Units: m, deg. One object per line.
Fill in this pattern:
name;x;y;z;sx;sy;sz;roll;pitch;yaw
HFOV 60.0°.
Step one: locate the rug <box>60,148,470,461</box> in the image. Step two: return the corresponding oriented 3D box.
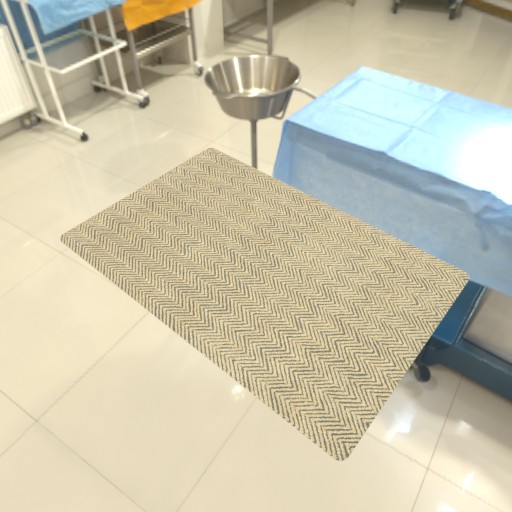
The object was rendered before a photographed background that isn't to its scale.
rug;0.000;0.000;2.221;1.752;0.008;1.144;31;53;27
